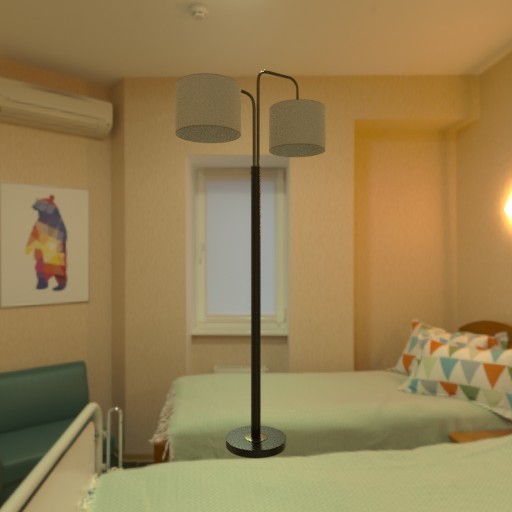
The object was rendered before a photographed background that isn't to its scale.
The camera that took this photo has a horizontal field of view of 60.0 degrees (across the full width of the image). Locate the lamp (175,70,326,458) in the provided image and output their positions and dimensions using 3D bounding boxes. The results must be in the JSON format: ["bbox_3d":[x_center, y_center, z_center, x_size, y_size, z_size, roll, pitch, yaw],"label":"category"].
[{"bbox_3d":[0.000,0.000,1.863,0.711,1.587,0.254,0,0,-36],"label":"lamp"}]
